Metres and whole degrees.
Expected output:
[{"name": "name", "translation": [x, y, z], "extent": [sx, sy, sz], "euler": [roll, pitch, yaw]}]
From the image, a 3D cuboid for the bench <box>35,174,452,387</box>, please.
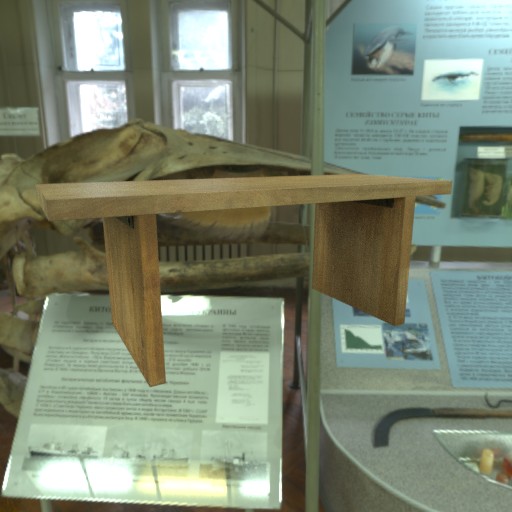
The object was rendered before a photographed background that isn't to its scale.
[{"name": "bench", "translation": [0.000, 0.000, 1.394], "extent": [1.183, 0.458, 0.458], "euler": [-7, 15, -28]}]
